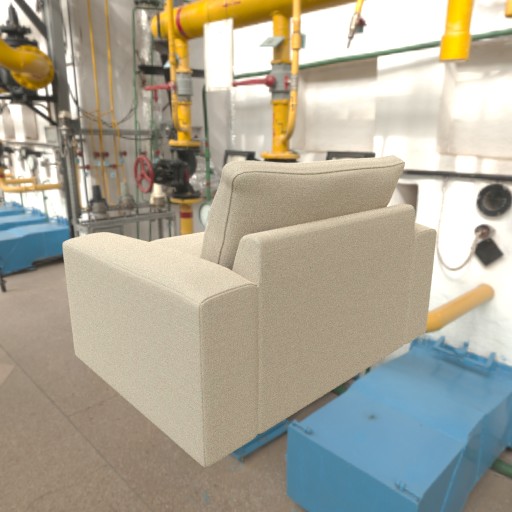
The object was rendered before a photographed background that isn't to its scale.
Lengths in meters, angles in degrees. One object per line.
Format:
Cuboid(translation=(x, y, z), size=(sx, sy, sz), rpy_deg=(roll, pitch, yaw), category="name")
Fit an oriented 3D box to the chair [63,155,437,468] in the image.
Cuboid(translation=(0.000, 0.000, 2.028), size=(1.398, 0.915, 1.039), rpy_deg=(-14, 20, -41), category="chair")
